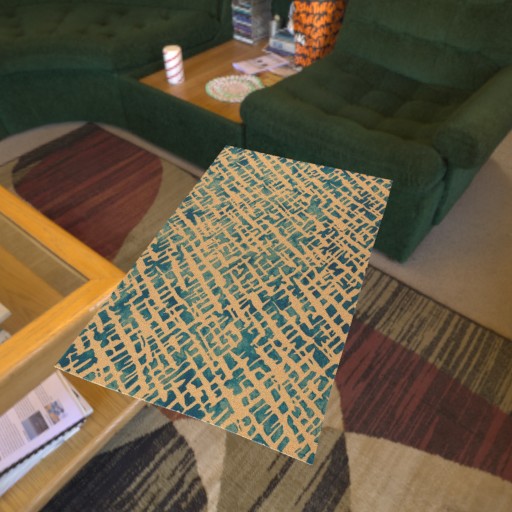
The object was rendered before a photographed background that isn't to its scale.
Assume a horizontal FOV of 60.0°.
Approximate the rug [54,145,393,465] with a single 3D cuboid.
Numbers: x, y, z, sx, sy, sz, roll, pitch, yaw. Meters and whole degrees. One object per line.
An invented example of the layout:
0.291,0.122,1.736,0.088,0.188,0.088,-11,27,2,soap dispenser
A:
0.000,0.000,3.114,1.520,0.011,2.447,15,48,14,rug
